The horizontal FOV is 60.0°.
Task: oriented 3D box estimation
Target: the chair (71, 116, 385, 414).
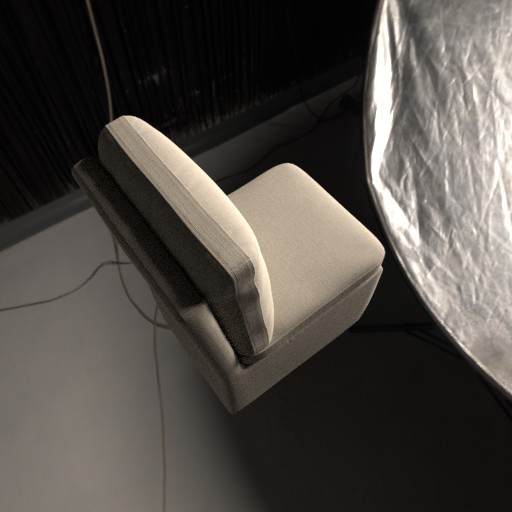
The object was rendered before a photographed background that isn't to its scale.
[{"bbox_3d":[0.000,0.000,1.325,0.698,0.927,0.503,-32,62,-19],"label":"chair"}]
